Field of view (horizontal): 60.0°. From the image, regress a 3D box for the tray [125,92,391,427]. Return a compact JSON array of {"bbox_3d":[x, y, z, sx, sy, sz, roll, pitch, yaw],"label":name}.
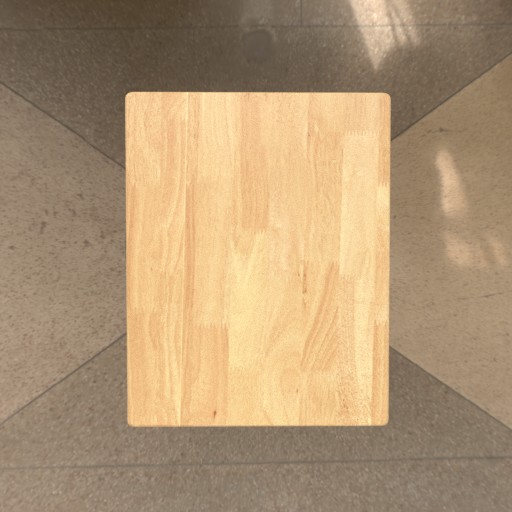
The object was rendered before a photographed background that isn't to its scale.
[{"bbox_3d":[0.000,0.000,0.967,0.381,0.660,0.483,0,91,-1],"label":"tray"}]
